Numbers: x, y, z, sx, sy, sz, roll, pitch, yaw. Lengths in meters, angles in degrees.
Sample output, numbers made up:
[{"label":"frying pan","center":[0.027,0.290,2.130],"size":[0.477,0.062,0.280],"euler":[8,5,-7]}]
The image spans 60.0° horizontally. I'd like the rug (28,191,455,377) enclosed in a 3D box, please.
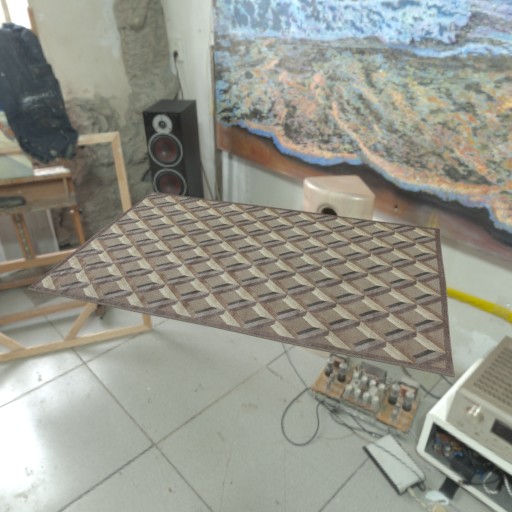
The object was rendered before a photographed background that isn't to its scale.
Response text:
[{"label":"rug","center":[0.000,0.000,2.075],"size":[1.677,0.011,1.066],"euler":[9,33,14]}]
